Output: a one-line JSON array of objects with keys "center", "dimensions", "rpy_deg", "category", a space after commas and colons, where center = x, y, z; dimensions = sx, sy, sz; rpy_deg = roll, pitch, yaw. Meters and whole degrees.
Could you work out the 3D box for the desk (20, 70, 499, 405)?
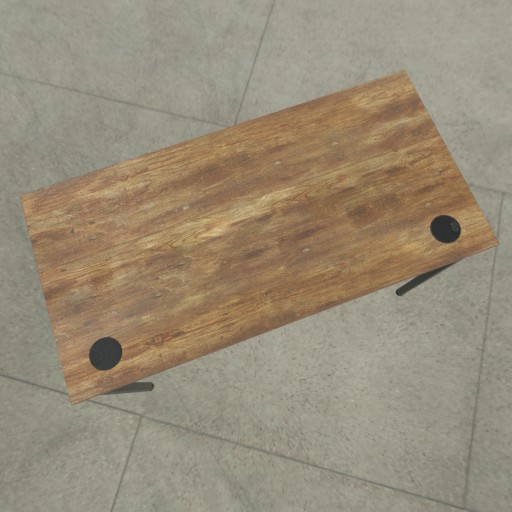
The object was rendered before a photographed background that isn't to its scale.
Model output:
[{"center": [0.000, 0.000, 1.588], "dimensions": [1.200, 0.749, 0.600], "rpy_deg": [-20, 75, -5], "category": "desk"}]
